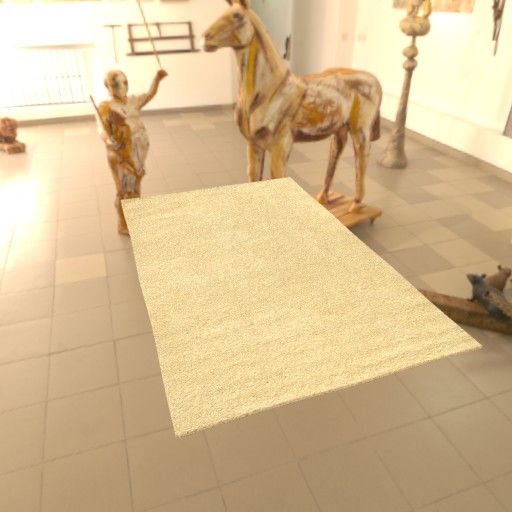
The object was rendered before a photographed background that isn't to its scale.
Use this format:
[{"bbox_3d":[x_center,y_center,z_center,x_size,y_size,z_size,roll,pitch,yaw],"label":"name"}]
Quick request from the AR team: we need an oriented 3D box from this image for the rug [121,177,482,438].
[{"bbox_3d":[0.000,0.000,2.886,1.500,0.025,2.346,-11,33,-17],"label":"rug"}]
